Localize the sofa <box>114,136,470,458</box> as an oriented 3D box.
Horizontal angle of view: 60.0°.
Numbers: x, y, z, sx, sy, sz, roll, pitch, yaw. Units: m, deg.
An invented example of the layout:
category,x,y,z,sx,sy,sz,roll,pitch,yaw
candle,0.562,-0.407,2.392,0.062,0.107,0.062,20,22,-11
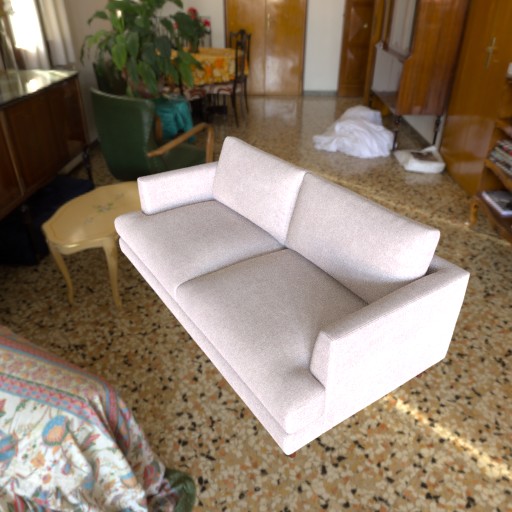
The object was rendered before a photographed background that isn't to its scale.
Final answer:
category,x,y,z,sx,sy,sz,roll,pitch,yaw
sofa,0.000,0.000,2.518,1.020,0.868,1.948,-19,36,-28
